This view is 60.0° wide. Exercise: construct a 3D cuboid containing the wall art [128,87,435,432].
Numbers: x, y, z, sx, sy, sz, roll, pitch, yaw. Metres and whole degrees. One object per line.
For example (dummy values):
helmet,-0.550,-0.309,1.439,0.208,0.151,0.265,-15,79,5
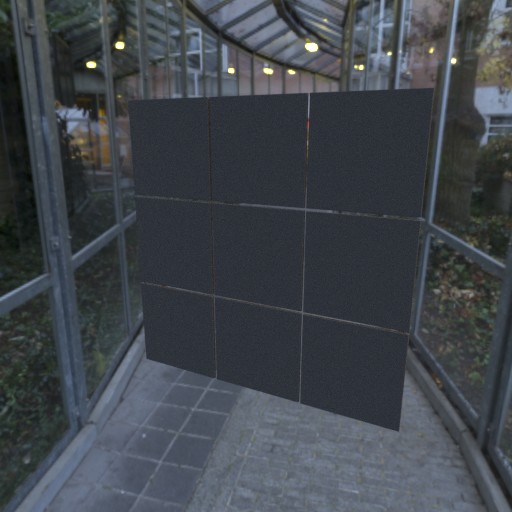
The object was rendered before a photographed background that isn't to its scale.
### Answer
wall art,0.000,0.000,1.776,1.216,1.216,0.013,8,17,26
